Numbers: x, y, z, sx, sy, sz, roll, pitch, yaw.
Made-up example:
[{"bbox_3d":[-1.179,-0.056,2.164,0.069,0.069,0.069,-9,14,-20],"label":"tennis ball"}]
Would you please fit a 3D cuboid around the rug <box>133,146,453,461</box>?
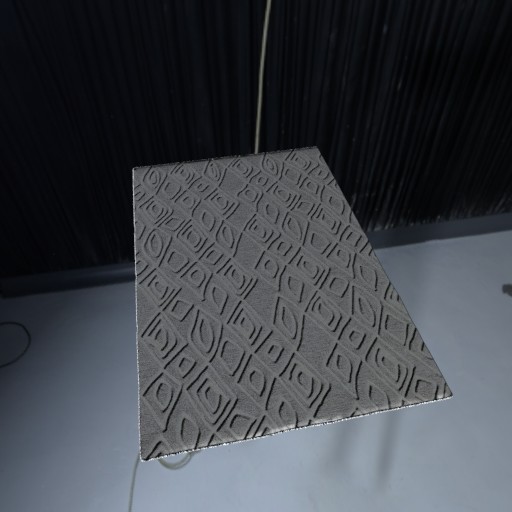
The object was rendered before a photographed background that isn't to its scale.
[{"bbox_3d":[0.000,0.000,2.284,1.224,0.016,1.832,-8,47,-8],"label":"rug"}]
